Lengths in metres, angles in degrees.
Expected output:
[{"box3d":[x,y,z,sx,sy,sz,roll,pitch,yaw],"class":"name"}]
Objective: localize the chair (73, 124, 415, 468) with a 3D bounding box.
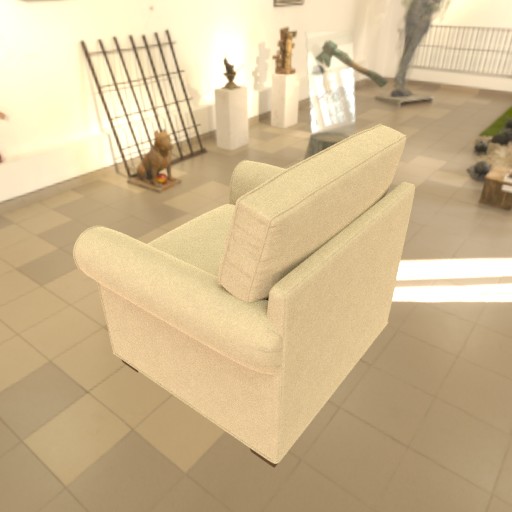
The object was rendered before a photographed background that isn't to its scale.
[{"box3d":[0.000,0.000,1.735,0.863,0.955,1.040,22,38,31],"class":"chair"}]
